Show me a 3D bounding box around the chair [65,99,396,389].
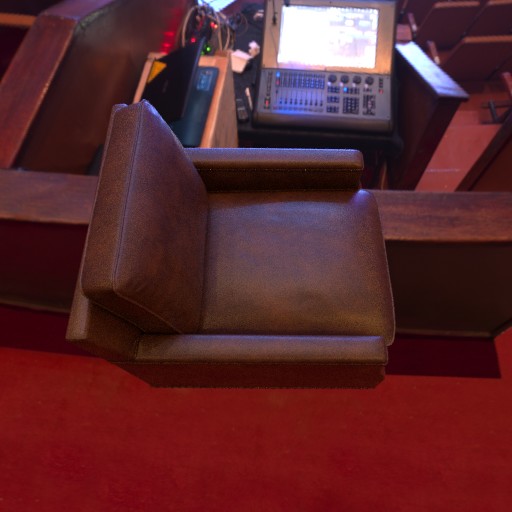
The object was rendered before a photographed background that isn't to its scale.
[{"bbox_3d":[0.000,0.000,1.658,1.014,0.929,0.853,0,63,0],"label":"chair"}]
